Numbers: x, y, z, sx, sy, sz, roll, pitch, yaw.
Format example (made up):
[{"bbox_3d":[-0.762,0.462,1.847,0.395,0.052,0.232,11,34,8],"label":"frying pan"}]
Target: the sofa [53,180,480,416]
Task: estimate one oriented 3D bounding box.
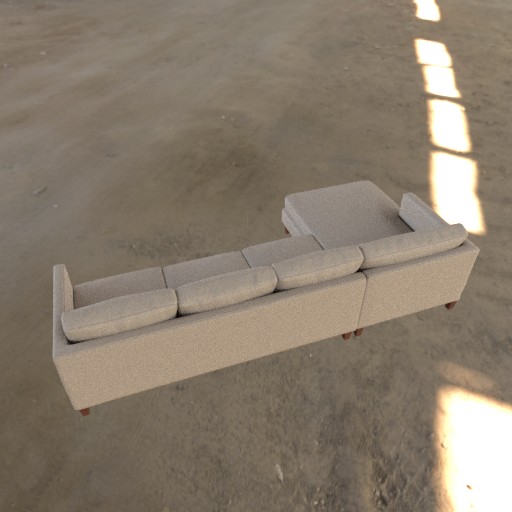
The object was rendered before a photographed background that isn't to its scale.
[{"bbox_3d":[0.000,0.000,3.810,3.186,0.846,1.625,-13,41,-15],"label":"sofa"}]
